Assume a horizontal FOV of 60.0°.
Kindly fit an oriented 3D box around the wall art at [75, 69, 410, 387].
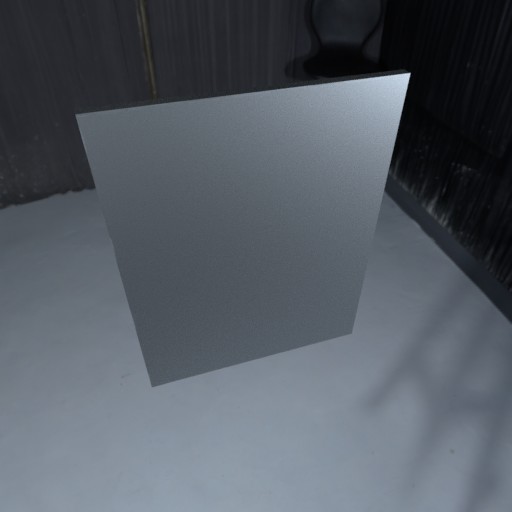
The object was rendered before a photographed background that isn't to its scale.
[{"bbox_3d":[0.000,0.000,1.391,0.816,1.046,0.030,-12,43,-13],"label":"wall art"}]
